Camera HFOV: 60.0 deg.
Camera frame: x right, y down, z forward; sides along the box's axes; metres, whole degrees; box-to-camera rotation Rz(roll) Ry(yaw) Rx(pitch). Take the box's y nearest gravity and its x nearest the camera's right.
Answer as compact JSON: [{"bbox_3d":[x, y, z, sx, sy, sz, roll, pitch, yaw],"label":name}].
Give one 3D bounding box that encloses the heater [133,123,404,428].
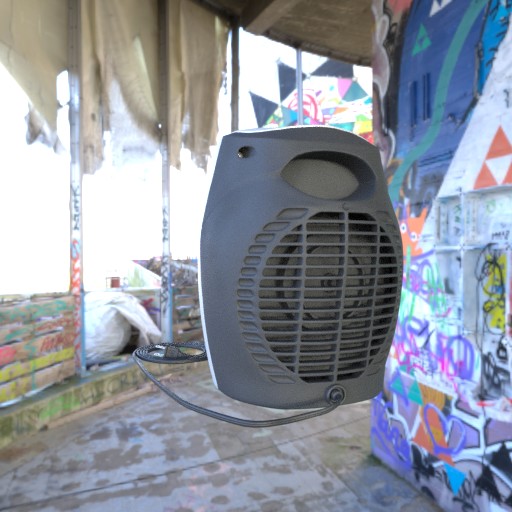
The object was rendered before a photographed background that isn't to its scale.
[{"bbox_3d":[0.000,0.000,0.461,0.239,0.240,0.291,0,1,-19],"label":"heater"}]
